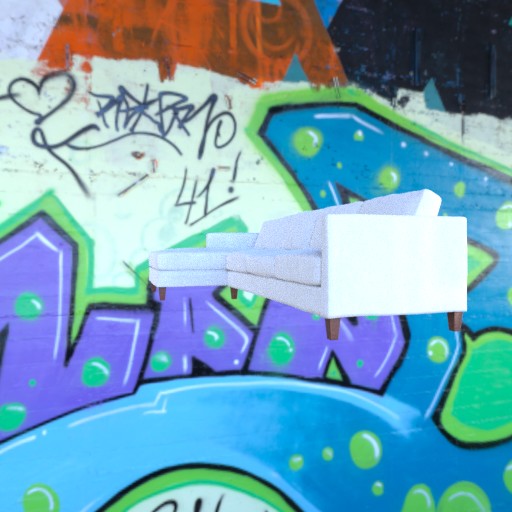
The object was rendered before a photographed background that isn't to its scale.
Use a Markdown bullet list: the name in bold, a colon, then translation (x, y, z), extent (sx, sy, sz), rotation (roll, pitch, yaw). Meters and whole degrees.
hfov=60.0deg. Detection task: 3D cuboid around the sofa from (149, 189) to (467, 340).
- **sofa**: translation (0.000, 0.000, 3.890), extent (1.625, 0.861, 3.186), rotation (0, 1, -18)
